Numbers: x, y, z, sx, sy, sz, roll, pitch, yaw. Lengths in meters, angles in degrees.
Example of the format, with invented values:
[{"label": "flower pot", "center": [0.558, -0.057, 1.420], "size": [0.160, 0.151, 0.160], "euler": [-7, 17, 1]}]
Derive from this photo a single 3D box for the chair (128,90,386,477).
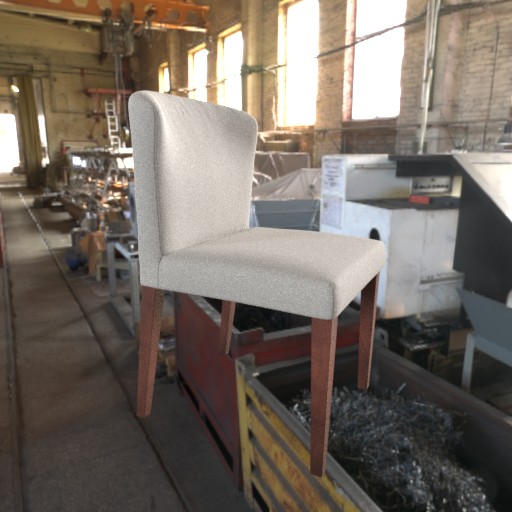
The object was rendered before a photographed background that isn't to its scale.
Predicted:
[{"label": "chair", "center": [0.000, 0.000, 1.170], "size": [0.592, 0.839, 0.491], "euler": [7, 15, 26]}]
